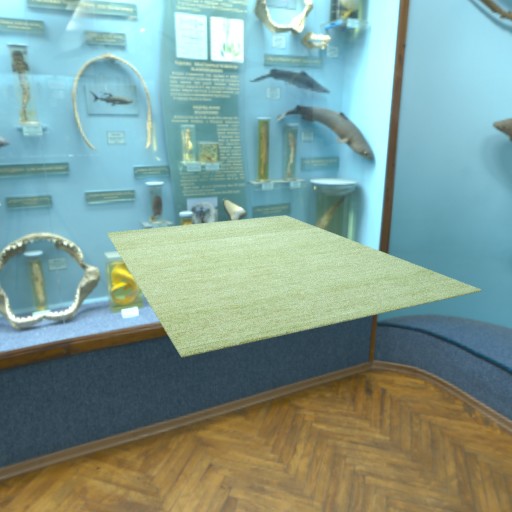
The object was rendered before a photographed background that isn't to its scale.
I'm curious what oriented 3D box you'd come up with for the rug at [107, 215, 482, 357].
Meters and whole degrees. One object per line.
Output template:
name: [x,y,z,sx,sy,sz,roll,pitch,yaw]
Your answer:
rug: [0.000,0.000,4.372,2.425,0.016,3.198,-8,18,-24]
